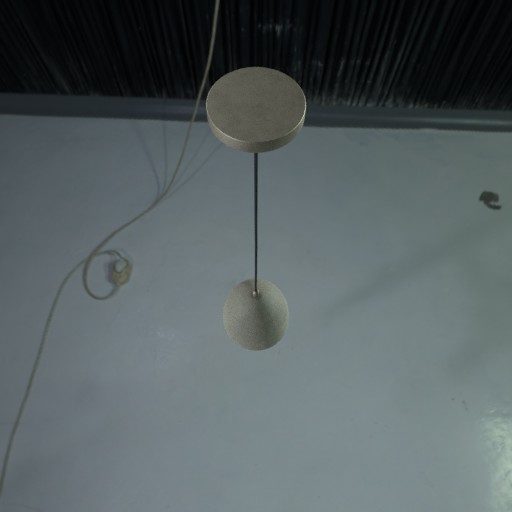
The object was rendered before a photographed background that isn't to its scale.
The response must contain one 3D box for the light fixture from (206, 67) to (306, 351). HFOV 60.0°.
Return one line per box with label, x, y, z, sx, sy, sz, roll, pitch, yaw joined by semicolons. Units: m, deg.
light fixture;0.000;0.000;0.809;0.170;0.759;0.170;-1;65;0
